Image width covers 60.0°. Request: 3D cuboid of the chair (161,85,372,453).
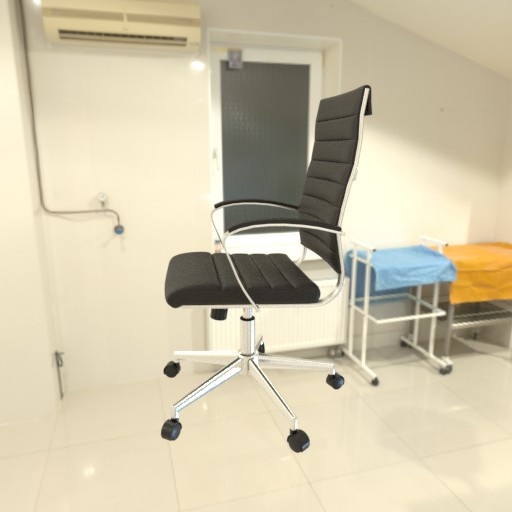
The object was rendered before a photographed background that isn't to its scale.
[{"bbox_3d":[0.000,0.000,1.639,0.739,1.149,0.766,-2,14,-9],"label":"chair"}]
